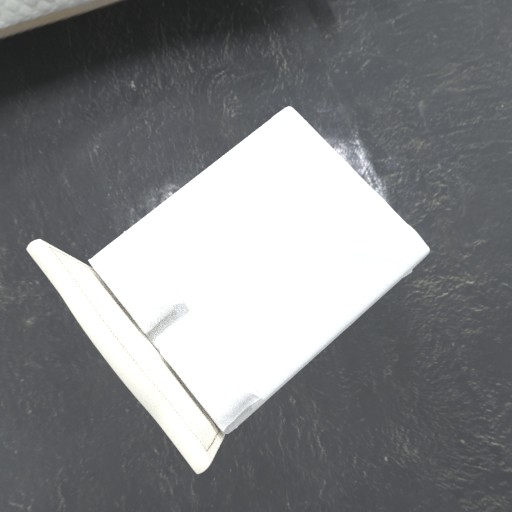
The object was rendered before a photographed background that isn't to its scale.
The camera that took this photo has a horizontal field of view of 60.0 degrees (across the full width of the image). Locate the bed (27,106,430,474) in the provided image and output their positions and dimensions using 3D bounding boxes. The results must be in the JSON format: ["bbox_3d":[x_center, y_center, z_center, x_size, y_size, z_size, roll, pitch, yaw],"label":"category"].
[{"bbox_3d":[0.000,0.000,3.349,2.282,1.436,1.821,-40,80,-9],"label":"bed"}]
